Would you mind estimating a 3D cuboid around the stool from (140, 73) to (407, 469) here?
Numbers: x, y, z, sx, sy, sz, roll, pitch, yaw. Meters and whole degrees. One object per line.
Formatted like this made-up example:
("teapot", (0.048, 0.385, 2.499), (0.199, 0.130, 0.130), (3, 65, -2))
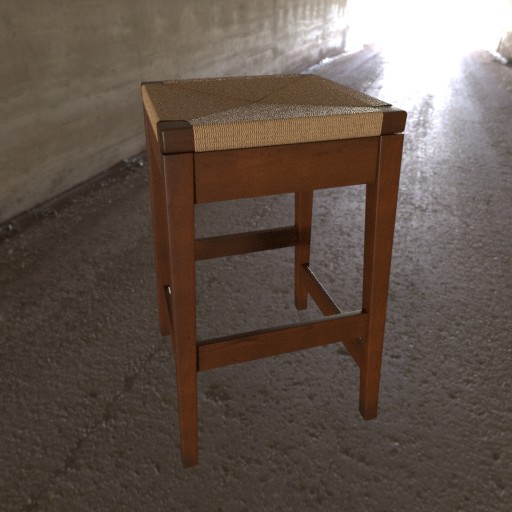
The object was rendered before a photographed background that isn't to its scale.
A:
("stool", (0.000, 0.000, 1.087), (0.497, 0.762, 0.507), (-9, 32, -14))
